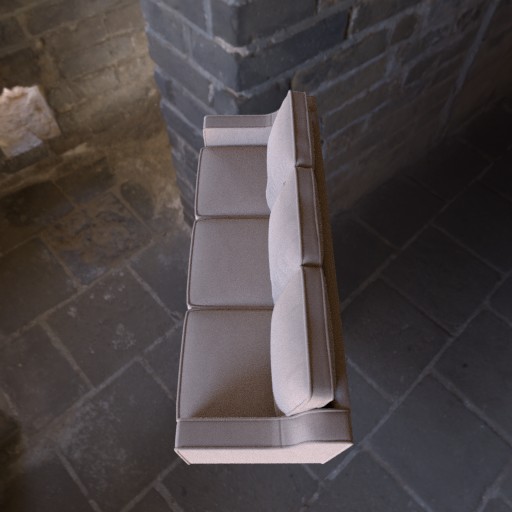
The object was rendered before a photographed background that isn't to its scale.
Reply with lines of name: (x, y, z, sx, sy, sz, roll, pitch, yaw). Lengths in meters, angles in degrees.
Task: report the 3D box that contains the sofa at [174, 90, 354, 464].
sofa: (0.000, 0.000, 2.574, 0.791, 0.902, 2.131, 0, 58, 0)
